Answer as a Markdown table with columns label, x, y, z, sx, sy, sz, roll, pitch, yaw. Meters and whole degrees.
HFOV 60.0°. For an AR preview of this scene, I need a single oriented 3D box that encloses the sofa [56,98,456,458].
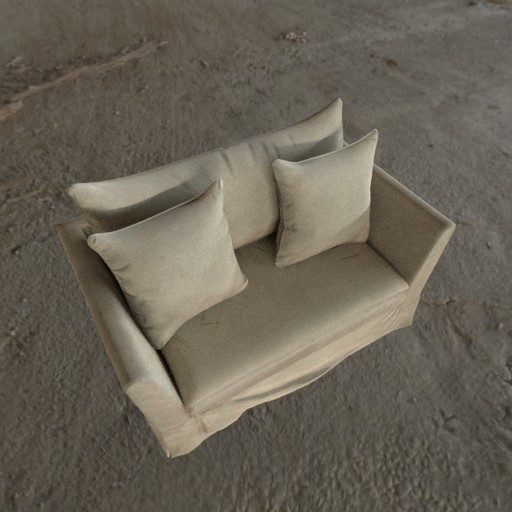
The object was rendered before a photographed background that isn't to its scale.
| label | x | y | z | sx | sy | sz | roll | pitch | yaw |
| --- | --- | --- | --- | --- | --- | --- | --- | --- | --- |
| sofa | 0.000 | 0.000 | 2.210 | 1.608 | 1.040 | 1.035 | -23 | 51 | -21 |
